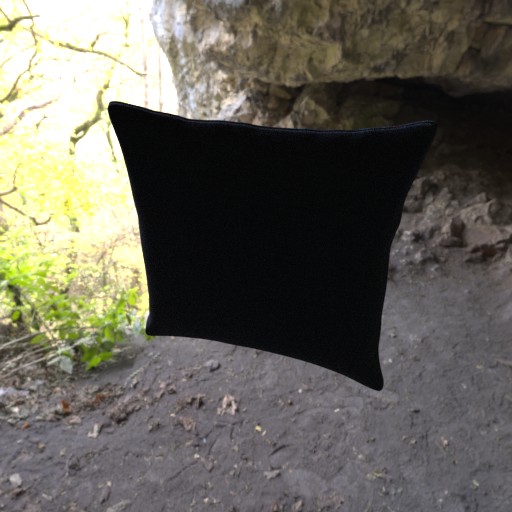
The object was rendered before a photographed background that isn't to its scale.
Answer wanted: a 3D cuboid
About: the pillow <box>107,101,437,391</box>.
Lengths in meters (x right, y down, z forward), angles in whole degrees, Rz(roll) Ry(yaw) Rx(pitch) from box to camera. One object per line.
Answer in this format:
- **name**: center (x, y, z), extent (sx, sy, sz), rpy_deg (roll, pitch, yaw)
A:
- **pillow**: center (0.000, 0.000, 0.661), extent (0.431, 0.431, 0.141), rpy_deg (10, 33, 15)
